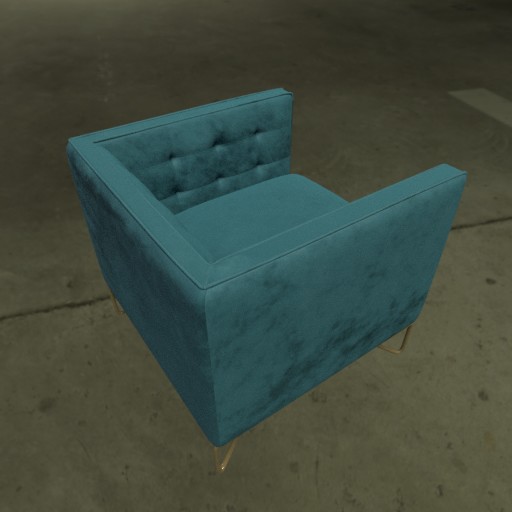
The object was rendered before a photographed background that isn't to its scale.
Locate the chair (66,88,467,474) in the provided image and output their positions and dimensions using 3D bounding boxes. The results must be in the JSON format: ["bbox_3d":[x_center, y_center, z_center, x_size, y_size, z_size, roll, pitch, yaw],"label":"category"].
[{"bbox_3d":[0.000,0.000,1.552,0.894,0.790,0.880,-24,45,-26],"label":"chair"}]
